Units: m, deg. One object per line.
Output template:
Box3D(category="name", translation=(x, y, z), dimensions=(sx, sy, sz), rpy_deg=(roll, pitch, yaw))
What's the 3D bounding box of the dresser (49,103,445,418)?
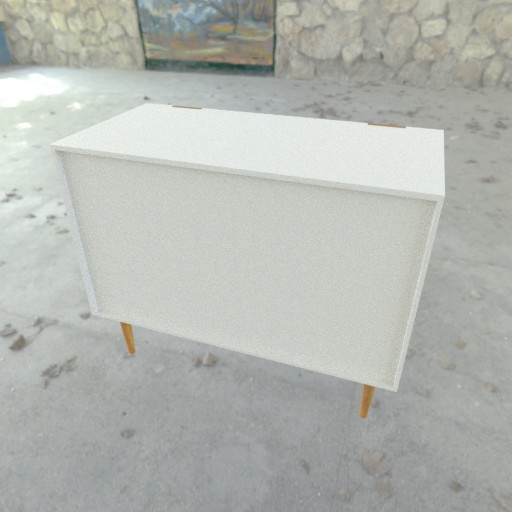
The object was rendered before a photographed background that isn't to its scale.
Box3D(category="dresser", translation=(0.000, 0.000, 1.323), dimensions=(0.905, 0.721, 0.457), rpy_deg=(11, 34, 16))
